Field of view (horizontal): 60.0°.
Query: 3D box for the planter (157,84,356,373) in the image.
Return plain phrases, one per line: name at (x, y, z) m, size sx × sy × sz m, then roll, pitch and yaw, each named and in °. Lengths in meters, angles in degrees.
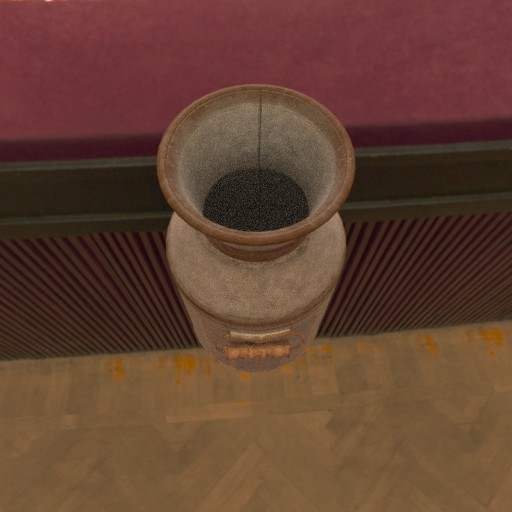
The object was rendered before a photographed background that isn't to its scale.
planter at (0.000, 0.000, 0.556) m, size 0.214 × 0.396 × 0.245 m, roll -2°, pitch 64°, yaw -1°
